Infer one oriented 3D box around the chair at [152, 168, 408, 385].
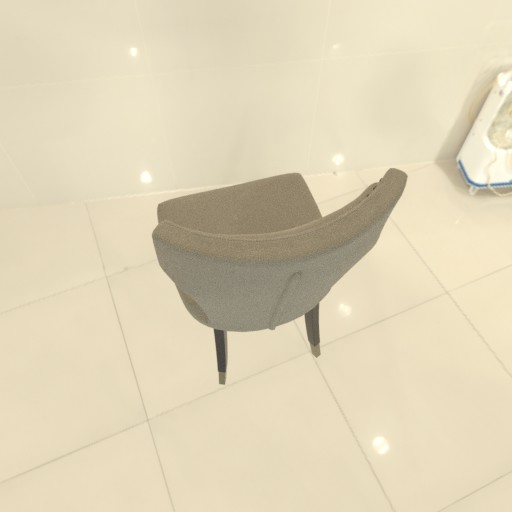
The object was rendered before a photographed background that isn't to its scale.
[{"bbox_3d":[0.000,0.000,1.325,0.526,0.955,0.630,-14,58,-9],"label":"chair"}]
